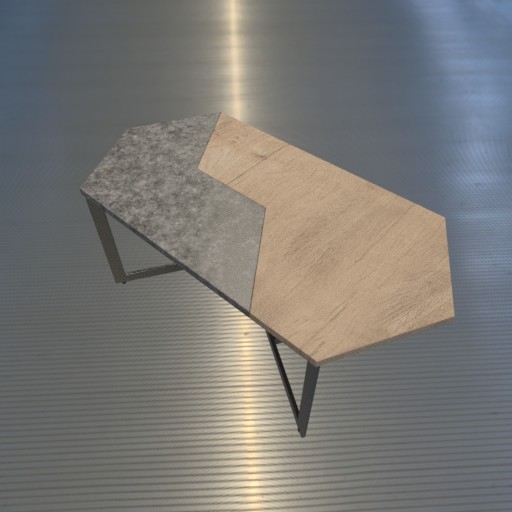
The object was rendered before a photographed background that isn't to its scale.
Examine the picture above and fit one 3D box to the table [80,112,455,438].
[{"bbox_3d":[0.000,0.000,1.460,1.219,0.457,0.609,33,55,27],"label":"table"}]
